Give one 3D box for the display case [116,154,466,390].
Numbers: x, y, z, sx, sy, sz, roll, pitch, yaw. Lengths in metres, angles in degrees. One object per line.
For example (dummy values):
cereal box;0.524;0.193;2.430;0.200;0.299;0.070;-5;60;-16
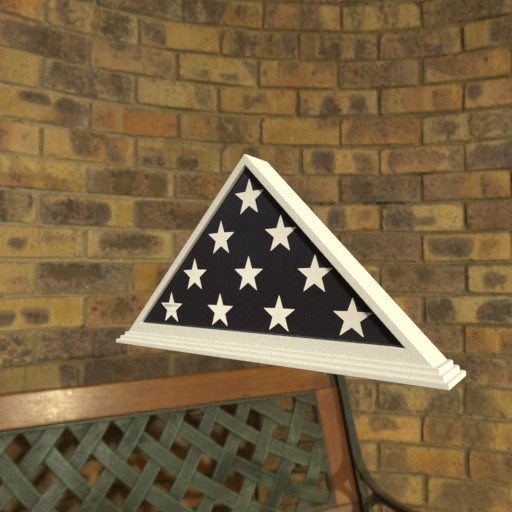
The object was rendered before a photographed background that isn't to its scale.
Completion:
display case;0.000;0.000;0.762;0.640;0.340;0.095;-2;-3;36
